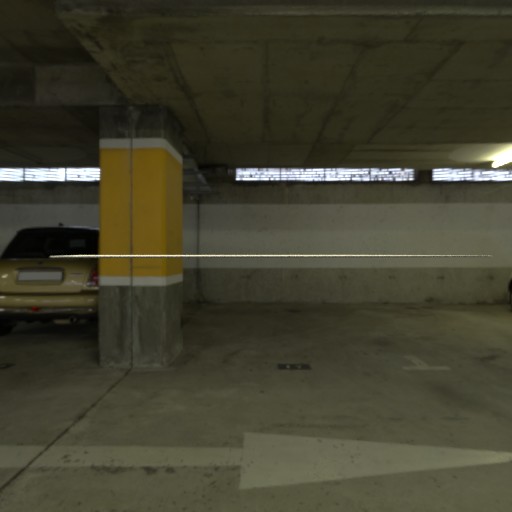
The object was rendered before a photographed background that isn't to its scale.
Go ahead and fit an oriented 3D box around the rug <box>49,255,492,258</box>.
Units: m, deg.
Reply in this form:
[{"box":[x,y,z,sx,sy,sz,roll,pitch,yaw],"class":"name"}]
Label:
[{"box":[0.000,0.000,2.869,2.238,0.008,1.593,0,0,-17],"class":"rug"}]
